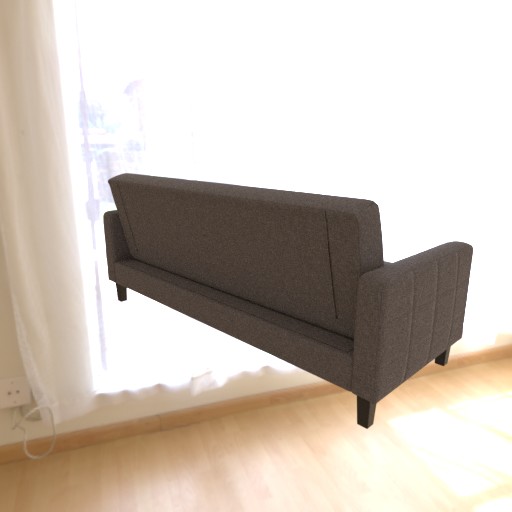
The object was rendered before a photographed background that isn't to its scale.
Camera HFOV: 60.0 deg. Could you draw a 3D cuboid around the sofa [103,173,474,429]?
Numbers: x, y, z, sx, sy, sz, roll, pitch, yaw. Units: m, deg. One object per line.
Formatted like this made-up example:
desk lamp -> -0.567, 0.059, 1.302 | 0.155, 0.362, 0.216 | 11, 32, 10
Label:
sofa -> 0.000, 0.000, 2.464 | 0.810, 0.850, 2.040 | -14, 20, -43
